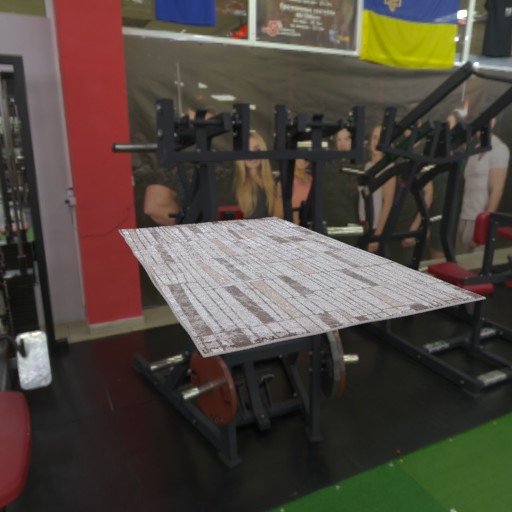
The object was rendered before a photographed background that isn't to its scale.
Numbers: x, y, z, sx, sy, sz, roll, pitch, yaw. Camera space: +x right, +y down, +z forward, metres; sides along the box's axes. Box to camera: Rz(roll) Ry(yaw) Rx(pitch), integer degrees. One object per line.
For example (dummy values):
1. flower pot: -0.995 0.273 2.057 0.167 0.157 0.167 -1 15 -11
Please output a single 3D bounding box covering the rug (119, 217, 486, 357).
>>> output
1. rug: 0.000 0.000 3.067 1.531 0.023 2.444 -7 17 -23
